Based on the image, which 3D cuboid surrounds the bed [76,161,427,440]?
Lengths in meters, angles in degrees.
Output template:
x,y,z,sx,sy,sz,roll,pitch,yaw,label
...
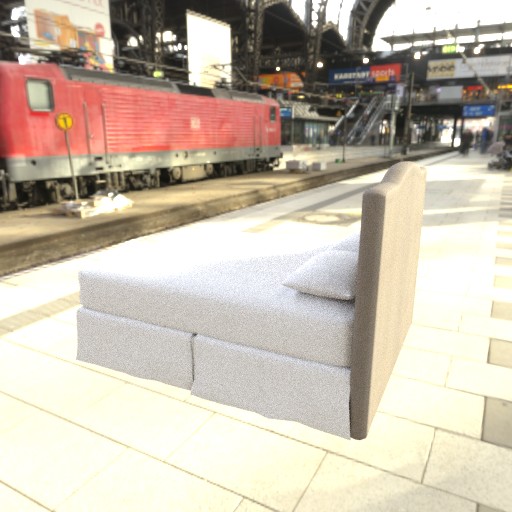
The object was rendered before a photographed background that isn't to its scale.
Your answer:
x,y,z,sx,sy,sz,roll,pitch,yaw,label
0.000,0.000,3.325,2.128,1.441,1.744,8,17,26,bed
